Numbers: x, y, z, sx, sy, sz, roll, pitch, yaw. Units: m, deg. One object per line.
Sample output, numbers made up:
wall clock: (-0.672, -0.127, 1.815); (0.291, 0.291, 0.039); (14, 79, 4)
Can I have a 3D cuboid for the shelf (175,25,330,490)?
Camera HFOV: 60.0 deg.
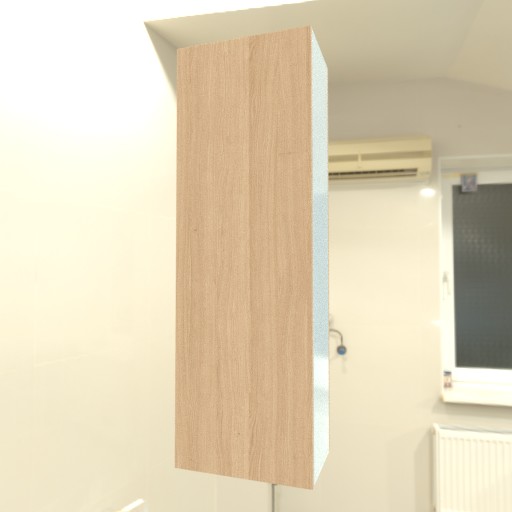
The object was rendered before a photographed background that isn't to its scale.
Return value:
shelf: (0.000, 0.000, 0.979); (0.290, 0.882, 0.197); (-1, -2, 19)
